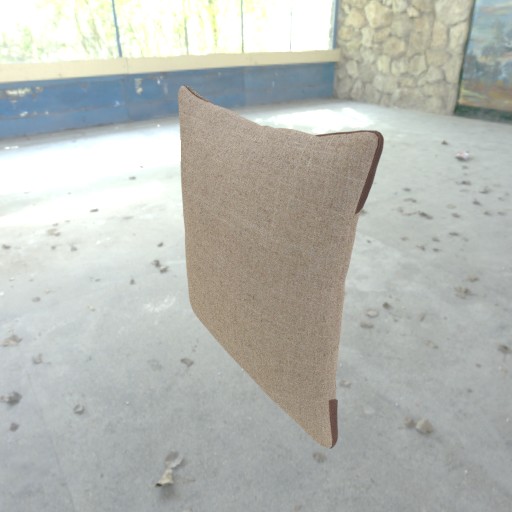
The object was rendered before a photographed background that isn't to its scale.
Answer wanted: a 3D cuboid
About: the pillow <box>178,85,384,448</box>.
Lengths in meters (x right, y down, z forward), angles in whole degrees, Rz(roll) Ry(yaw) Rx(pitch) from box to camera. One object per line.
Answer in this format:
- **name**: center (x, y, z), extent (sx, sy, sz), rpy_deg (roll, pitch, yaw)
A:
- **pillow**: center (0.000, 0.000, 0.671), extent (0.147, 0.448, 0.437), rpy_deg (-17, 32, -30)
